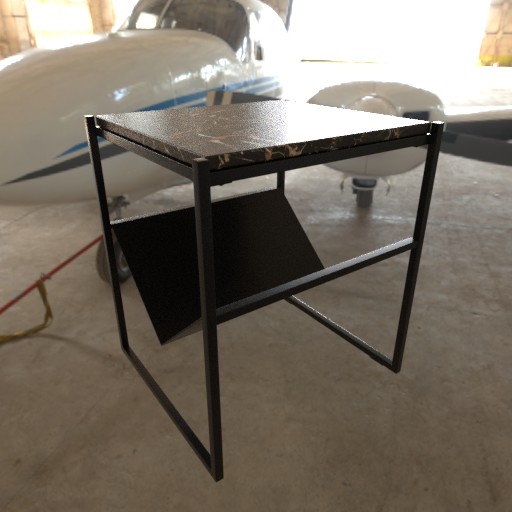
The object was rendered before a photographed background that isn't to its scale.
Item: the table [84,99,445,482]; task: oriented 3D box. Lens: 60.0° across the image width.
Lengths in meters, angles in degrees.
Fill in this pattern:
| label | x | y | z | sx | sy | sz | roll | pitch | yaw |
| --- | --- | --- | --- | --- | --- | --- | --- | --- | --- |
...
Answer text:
| label | x | y | z | sx | sy | sz | roll | pitch | yaw |
| --- | --- | --- | --- | --- | --- | --- | --- | --- | --- |
| table | 0.000 | 0.000 | 0.892 | 0.469 | 0.534 | 0.432 | -17 | 30 | -32 |
